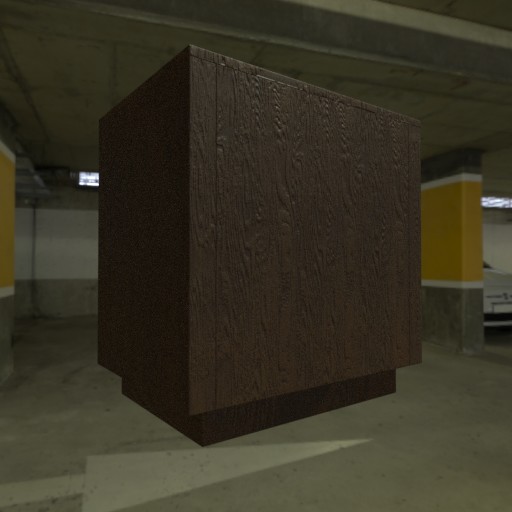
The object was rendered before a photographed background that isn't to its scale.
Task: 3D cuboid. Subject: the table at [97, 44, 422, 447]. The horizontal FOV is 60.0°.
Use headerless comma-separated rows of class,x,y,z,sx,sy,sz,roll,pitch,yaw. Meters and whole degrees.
table,0.000,0.000,0.960,0.560,0.585,0.439,1,-1,-37
